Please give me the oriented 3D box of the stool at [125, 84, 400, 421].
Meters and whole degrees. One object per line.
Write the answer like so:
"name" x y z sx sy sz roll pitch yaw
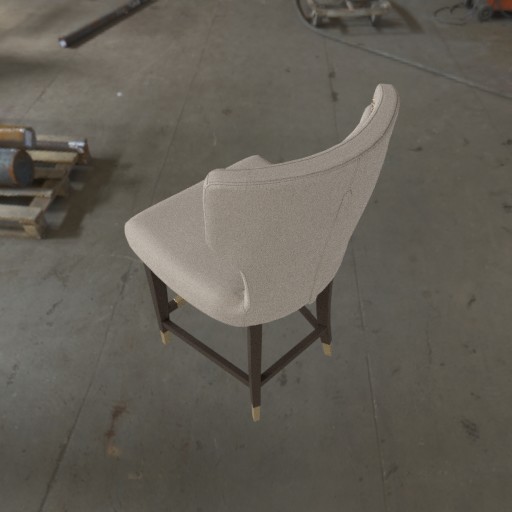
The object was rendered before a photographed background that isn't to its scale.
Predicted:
"stool" 0.000 0.000 1.286 0.527 0.982 0.563 -33 55 -28
